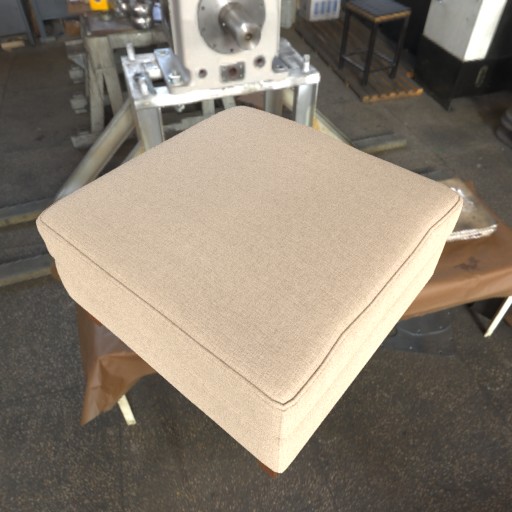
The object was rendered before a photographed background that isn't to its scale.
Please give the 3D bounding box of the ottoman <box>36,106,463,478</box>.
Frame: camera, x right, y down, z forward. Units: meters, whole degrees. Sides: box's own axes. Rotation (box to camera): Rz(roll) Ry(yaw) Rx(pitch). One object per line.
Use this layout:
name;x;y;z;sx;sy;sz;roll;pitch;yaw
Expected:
ottoman;0.000;0.000;1.310;0.838;0.503;0.838;31;53;27
